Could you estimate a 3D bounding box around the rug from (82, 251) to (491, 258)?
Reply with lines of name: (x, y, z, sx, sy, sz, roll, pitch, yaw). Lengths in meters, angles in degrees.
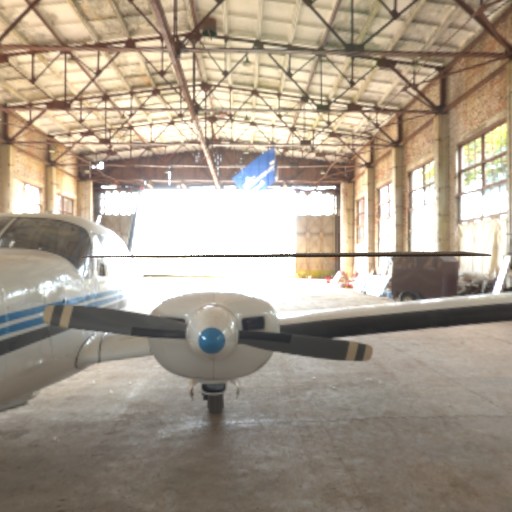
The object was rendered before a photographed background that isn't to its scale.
rug: (0.000, 0.000, 2.407, 2.196, 0.011, 0.662, -1, -1, 35)
